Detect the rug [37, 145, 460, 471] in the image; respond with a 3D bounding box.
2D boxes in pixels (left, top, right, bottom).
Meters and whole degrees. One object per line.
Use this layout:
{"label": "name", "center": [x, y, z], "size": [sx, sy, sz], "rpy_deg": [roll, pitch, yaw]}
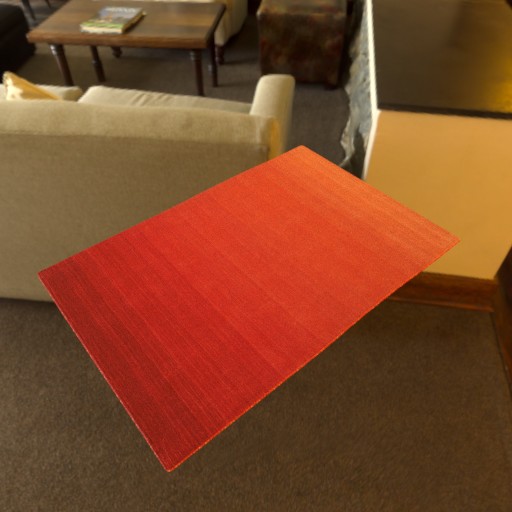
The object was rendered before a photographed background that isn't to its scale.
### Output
{"label": "rug", "center": [0.000, 0.000, 2.287], "size": [1.835, 0.018, 1.230], "rpy_deg": [-31, 53, -27]}
